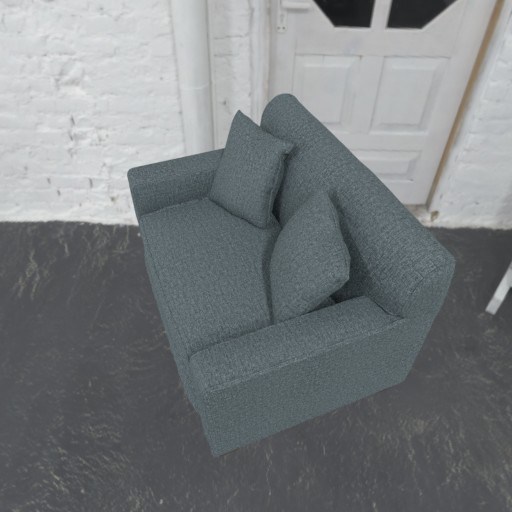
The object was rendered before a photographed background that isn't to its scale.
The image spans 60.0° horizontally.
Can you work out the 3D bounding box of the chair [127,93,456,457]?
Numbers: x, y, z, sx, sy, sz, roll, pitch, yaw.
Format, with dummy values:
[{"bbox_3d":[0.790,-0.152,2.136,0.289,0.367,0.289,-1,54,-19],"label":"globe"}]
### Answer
[{"bbox_3d":[0.000,0.000,2.125,1.000,0.948,1.383,-16,48,-15],"label":"chair"}]
